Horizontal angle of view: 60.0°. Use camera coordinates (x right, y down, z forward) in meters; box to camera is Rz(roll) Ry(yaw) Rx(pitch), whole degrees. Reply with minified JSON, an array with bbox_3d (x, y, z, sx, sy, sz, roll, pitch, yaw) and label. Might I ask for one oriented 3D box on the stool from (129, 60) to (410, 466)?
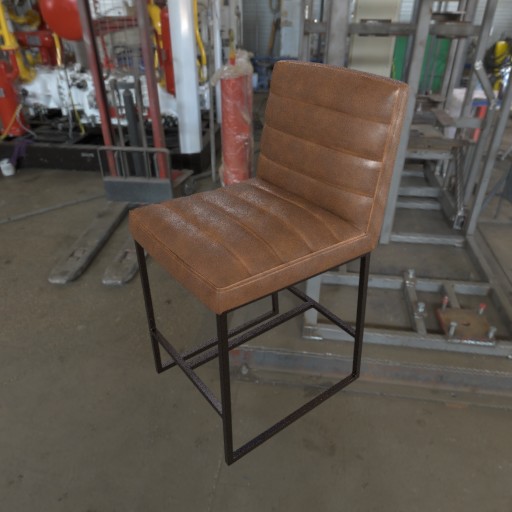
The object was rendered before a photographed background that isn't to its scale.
[{"bbox_3d":[0.000,0.000,1.242,0.562,0.942,0.463,-22,38,-31],"label":"stool"}]
